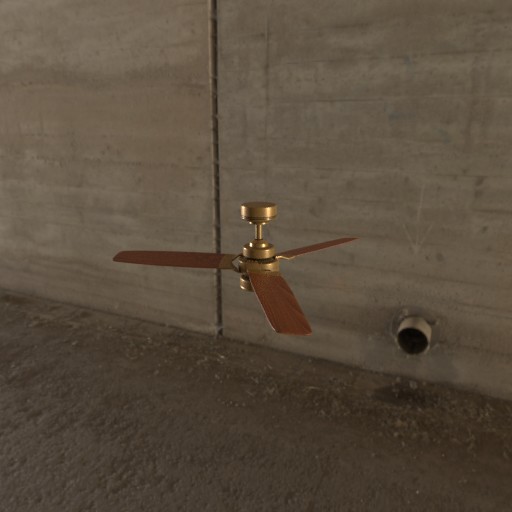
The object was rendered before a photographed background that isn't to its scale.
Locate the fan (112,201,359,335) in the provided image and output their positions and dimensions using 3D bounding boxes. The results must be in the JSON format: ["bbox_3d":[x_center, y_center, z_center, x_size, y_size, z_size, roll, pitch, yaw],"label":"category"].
[{"bbox_3d":[0.000,0.000,2.045,1.416,0.425,1.271,-2,17,-8],"label":"fan"}]
